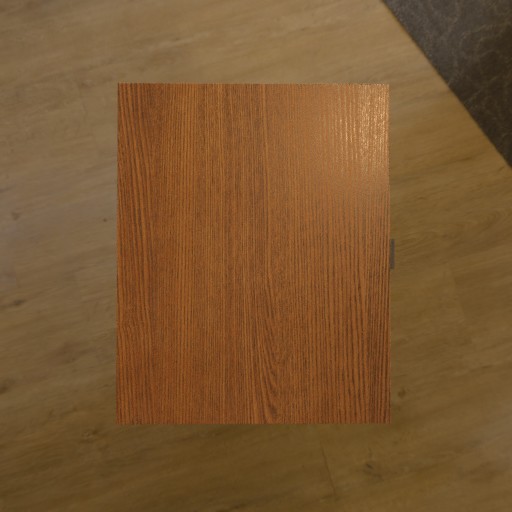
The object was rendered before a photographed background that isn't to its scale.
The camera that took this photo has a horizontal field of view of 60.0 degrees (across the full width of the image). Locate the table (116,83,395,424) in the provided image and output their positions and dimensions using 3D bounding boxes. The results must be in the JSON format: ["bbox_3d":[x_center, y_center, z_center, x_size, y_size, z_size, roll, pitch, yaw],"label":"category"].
[{"bbox_3d":[0.000,0.000,0.931,0.400,0.610,0.482,0,89,-1],"label":"table"}]
